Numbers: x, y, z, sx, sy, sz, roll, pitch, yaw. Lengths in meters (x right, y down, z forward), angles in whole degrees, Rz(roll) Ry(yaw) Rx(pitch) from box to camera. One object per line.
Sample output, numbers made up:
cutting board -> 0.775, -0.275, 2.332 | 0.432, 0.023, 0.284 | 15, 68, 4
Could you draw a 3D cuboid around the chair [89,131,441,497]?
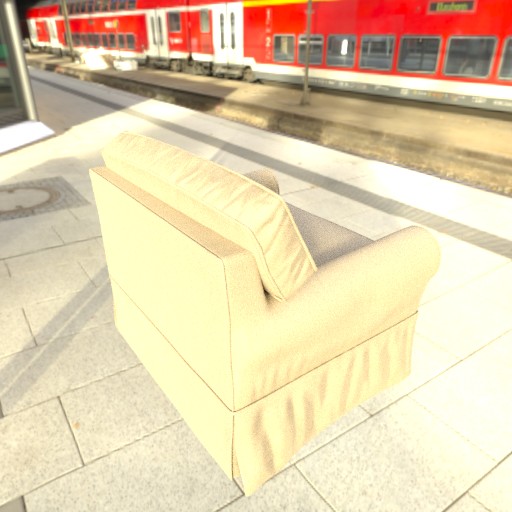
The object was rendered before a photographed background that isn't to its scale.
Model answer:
chair -> 0.000, 0.000, 1.751 | 0.903, 0.937, 1.096 | -18, 32, -32
